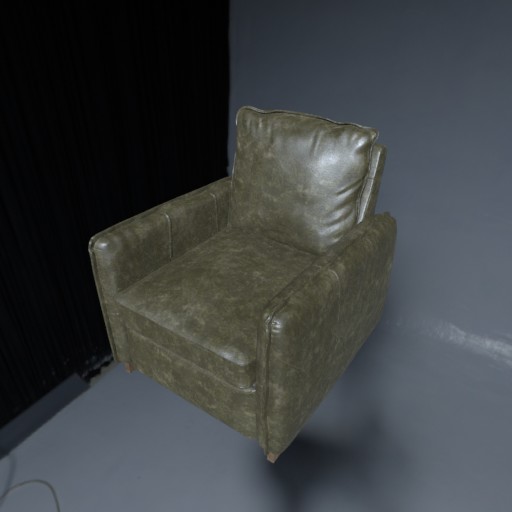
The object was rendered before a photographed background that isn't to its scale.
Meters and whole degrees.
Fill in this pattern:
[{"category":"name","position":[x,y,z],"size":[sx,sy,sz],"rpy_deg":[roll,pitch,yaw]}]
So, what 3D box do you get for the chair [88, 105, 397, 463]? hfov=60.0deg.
[{"category":"chair","position":[0.000,0.000,1.658],"size":[0.830,0.921,0.921],"rpy_deg":[20,36,29]}]
